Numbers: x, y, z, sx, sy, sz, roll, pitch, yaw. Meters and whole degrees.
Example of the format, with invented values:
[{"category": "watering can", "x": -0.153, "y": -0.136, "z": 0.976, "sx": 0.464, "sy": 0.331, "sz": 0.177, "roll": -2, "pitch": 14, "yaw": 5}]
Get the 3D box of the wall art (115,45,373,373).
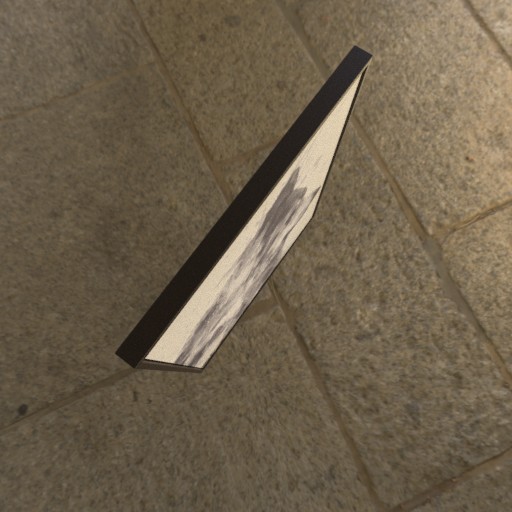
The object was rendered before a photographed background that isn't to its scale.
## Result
[{"category": "wall art", "x": 0.000, "y": 0.000, "z": 0.755, "sx": 0.028, "sy": 0.551, "sz": 0.451, "roll": 35, "pitch": 77, "yaw": 9}]
